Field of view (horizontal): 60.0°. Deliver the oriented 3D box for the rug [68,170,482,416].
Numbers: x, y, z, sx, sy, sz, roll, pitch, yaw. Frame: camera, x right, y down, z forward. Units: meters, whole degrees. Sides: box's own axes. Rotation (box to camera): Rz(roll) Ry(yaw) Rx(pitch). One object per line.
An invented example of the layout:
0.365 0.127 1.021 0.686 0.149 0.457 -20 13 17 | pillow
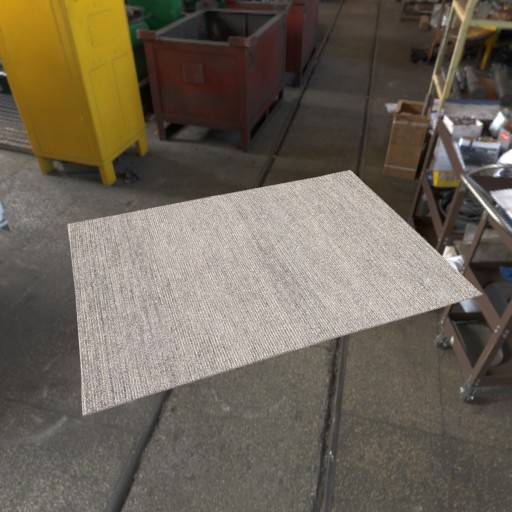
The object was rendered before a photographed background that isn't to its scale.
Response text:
0.000 0.000 2.915 2.307 0.030 1.604 -13 42 -15 | rug
